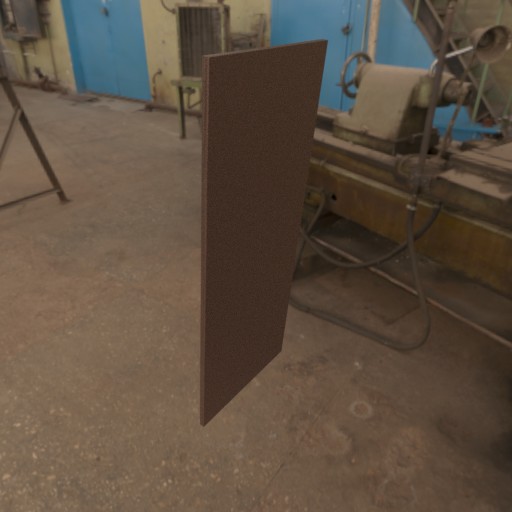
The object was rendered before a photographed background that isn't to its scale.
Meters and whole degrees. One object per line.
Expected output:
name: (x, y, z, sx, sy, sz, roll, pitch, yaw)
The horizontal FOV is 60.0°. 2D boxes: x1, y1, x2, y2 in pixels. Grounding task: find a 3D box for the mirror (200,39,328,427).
mirror: (0.000, 0.000, 2.339, 0.221, 2.020, 0.812, 21, 37, 31)
